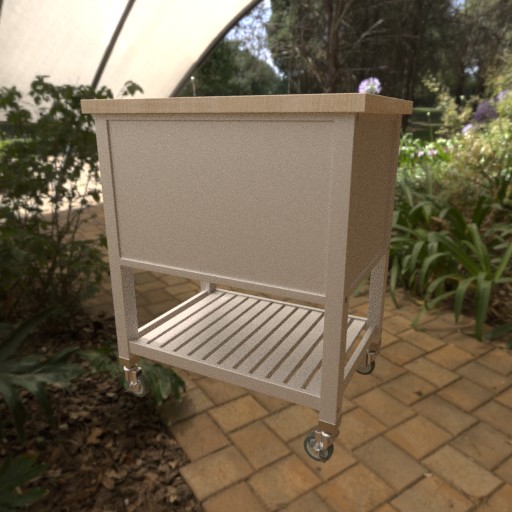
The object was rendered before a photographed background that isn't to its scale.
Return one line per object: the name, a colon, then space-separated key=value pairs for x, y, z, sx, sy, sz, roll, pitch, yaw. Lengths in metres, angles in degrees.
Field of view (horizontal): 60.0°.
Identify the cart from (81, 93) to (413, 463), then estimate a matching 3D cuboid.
cart: x=0.000 y=0.000 z=1.383 sx=0.762 sy=0.914 sz=0.559 roll=9 pitch=19 yaw=26
